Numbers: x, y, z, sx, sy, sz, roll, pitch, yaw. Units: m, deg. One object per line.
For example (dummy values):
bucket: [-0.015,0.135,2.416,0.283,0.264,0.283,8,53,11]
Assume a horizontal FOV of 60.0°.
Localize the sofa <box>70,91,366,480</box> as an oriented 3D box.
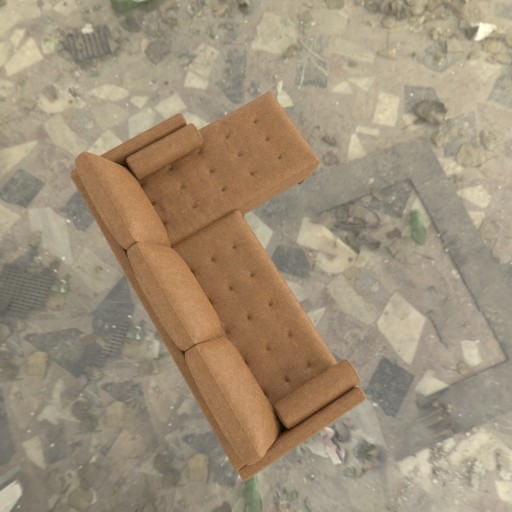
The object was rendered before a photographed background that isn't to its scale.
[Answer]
sofa: [0.000,0.000,2.901,1.506,0.876,2.178,-31,78,-8]
